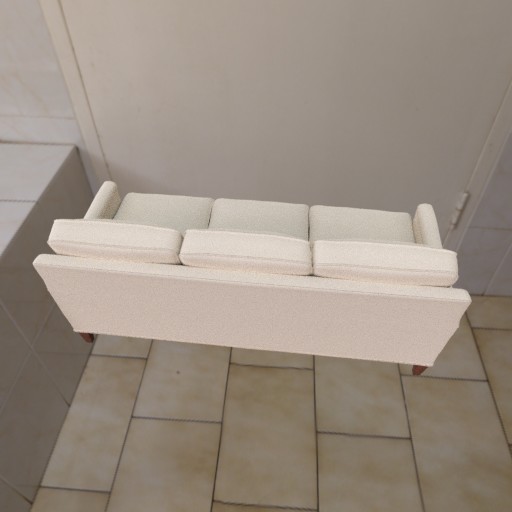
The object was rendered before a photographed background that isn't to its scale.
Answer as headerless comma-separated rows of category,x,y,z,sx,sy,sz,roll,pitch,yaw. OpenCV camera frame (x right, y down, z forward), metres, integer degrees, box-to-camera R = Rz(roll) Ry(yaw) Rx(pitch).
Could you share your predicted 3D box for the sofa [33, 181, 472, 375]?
sofa,0.000,0.000,2.770,2.246,1.003,1.084,5,46,5
